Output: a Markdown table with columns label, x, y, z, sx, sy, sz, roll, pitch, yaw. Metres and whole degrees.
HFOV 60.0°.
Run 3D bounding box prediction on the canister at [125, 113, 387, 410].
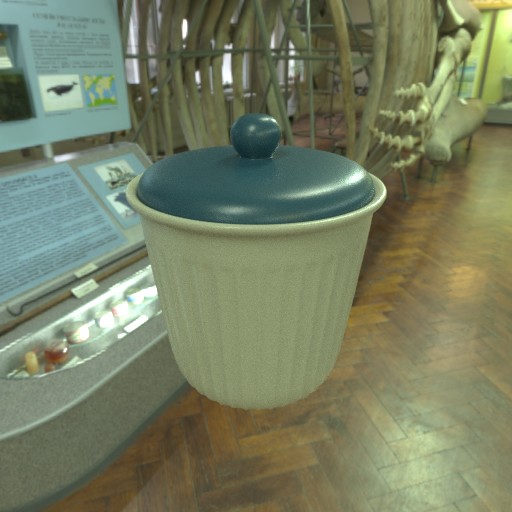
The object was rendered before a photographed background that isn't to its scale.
| label | x | y | z | sx | sy | sz | roll | pitch | yaw |
| --- | --- | --- | --- | --- | --- | --- | --- | --- | --- |
| canister | 0.000 | 0.000 | 0.342 | 0.181 | 0.211 | 0.181 | 0 | 25 | 0 |
